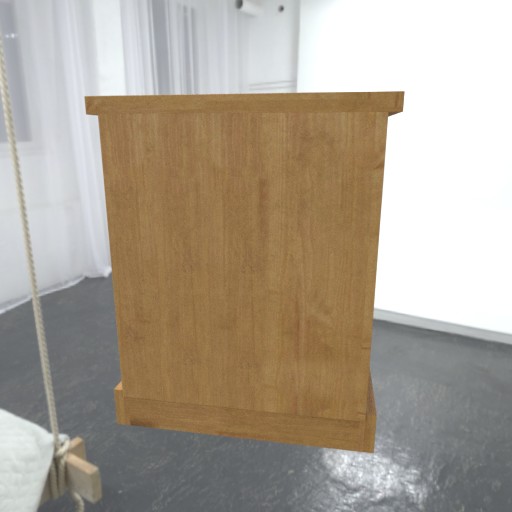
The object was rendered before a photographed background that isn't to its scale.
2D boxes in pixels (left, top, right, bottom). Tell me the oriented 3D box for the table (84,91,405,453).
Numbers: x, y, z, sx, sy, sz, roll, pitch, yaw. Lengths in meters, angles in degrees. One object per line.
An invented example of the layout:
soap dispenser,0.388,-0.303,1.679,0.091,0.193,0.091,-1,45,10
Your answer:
table,0.000,0.000,1.238,0.660,0.813,0.500,3,15,10
